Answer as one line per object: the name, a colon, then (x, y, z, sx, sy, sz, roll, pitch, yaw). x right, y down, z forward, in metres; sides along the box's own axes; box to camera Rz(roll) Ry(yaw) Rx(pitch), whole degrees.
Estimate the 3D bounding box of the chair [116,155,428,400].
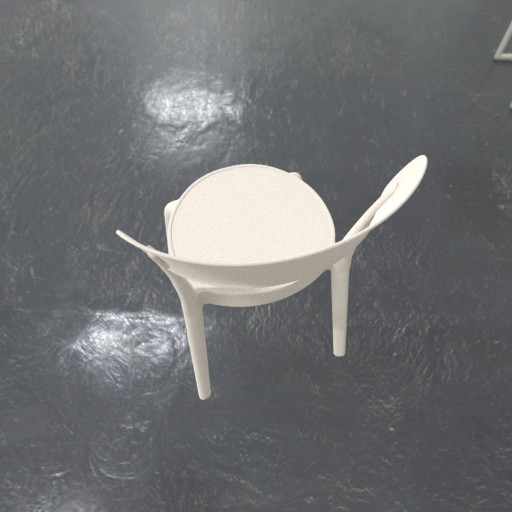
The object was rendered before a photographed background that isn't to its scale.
chair: (0.000, 0.000, 1.073, 0.506, 0.790, 0.491, -15, 60, -9)
